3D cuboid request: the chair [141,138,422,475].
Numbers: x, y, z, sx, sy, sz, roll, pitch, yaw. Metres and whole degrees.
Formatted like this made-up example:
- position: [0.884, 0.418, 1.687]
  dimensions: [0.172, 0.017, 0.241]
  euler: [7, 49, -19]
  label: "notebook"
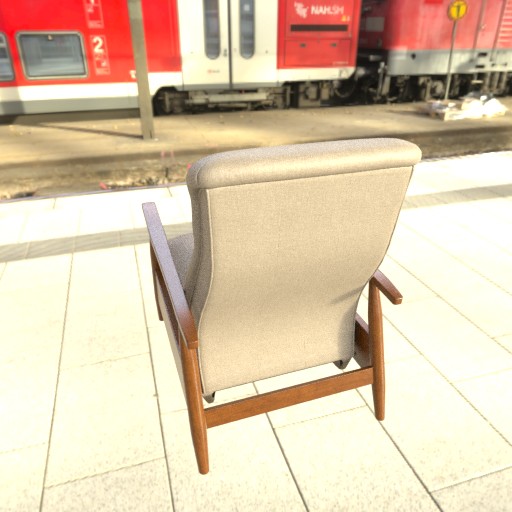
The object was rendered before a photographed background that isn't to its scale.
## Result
- position: [0.000, 0.000, 1.761]
  dimensions: [0.762, 1.082, 1.032]
  euler: [-9, 29, -17]
  label: "chair"
